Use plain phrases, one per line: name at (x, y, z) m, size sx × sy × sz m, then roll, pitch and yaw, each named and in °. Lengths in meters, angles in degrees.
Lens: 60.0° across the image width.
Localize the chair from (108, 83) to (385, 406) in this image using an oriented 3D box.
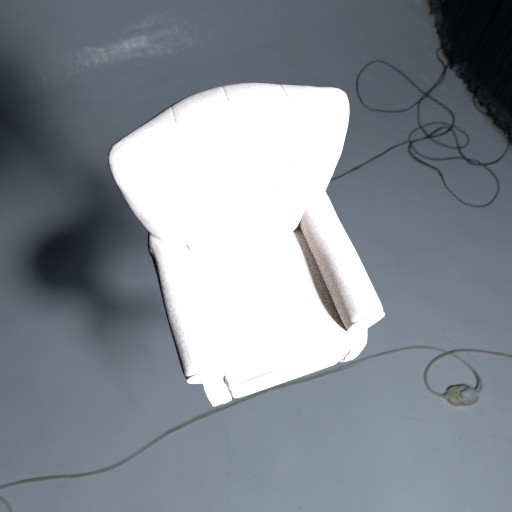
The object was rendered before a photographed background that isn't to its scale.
chair at (0.000, 0.000, 2.013) m, size 0.942 × 1.209 × 1.025 m, roll -17°, pitch 65°, yaw -8°
